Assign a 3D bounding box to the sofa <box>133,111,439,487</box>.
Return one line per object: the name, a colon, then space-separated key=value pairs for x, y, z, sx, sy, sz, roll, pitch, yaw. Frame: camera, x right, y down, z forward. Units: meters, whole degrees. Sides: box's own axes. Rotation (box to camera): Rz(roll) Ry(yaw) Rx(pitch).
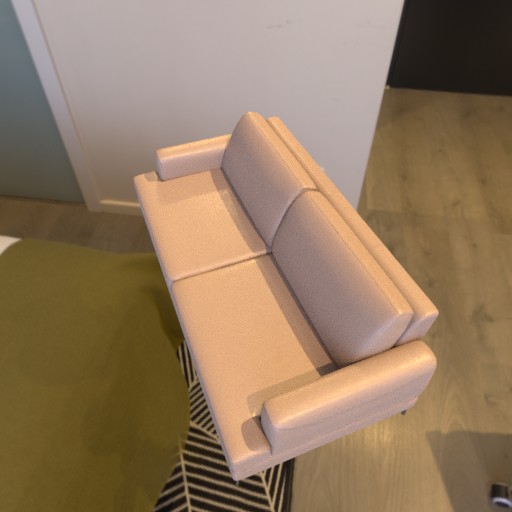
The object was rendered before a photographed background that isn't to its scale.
sofa: x=0.000 y=0.000 z=2.394 sx=0.974 sy=0.765 sz=1.940 roll=-16 pitch=49 yaw=-15
